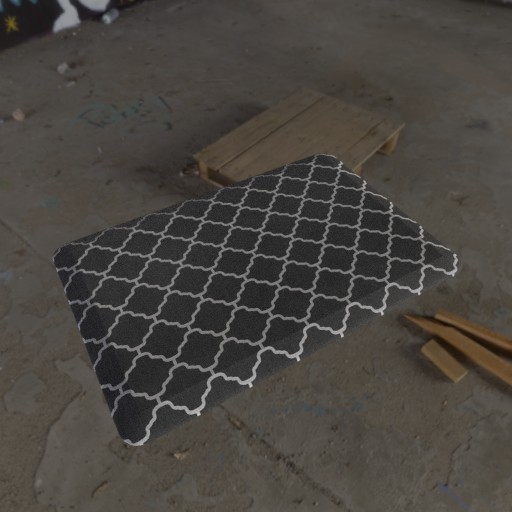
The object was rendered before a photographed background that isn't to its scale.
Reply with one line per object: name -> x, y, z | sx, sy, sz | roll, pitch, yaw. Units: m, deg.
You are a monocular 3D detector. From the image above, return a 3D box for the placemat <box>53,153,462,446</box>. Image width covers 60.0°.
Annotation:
placemat -> 0.000, 0.000, 0.958 | 0.762, 0.021, 0.508 | -23, 51, -20
